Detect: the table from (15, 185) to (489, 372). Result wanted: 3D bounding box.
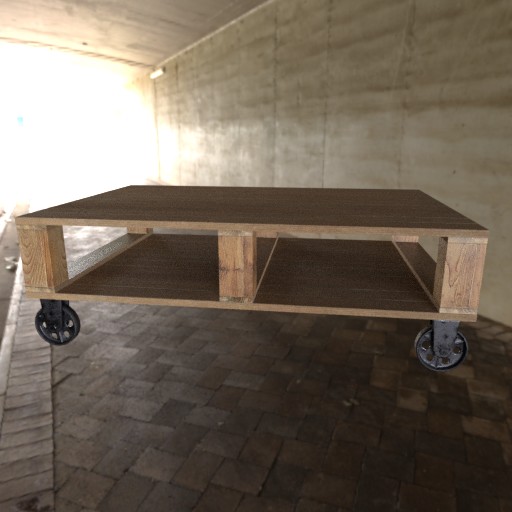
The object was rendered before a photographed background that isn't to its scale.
[{"bbox_3d":[0.000,0.000,1.649,1.299,0.413,0.827,2,16,8],"label":"table"}]
